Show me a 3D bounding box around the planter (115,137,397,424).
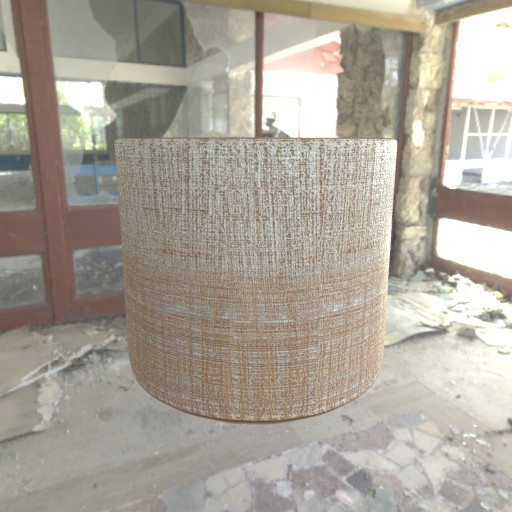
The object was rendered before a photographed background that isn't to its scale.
[{"bbox_3d":[0.000,0.000,0.187,0.109,0.096,0.109,0,15,0],"label":"planter"}]
